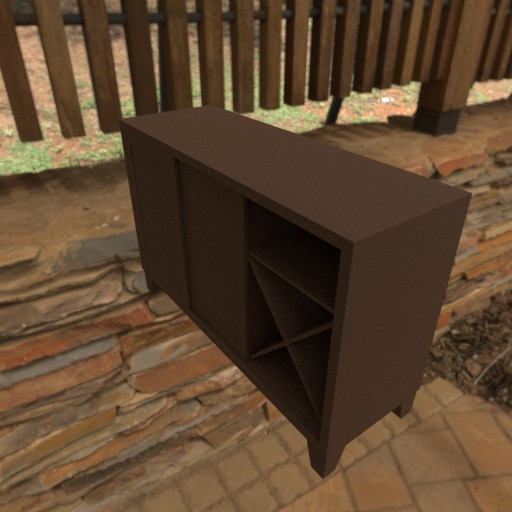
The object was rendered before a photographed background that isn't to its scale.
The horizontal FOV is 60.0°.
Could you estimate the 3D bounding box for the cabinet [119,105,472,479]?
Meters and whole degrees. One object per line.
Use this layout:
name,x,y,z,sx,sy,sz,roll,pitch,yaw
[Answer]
cabinet,0.000,0.000,1.839,0.482,0.914,1.396,-21,37,-31
